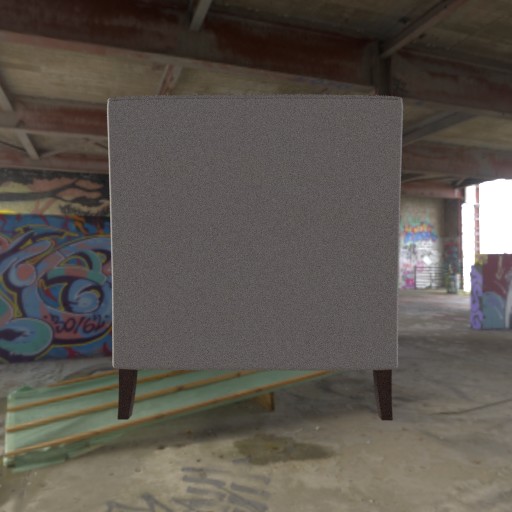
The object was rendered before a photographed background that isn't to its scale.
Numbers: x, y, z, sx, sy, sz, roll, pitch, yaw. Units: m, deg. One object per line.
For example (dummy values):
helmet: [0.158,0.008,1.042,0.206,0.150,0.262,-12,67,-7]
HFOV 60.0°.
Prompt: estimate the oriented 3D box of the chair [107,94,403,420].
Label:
chair: [0.000,0.000,1.879,0.982,1.056,1.040,0,-1,1]
